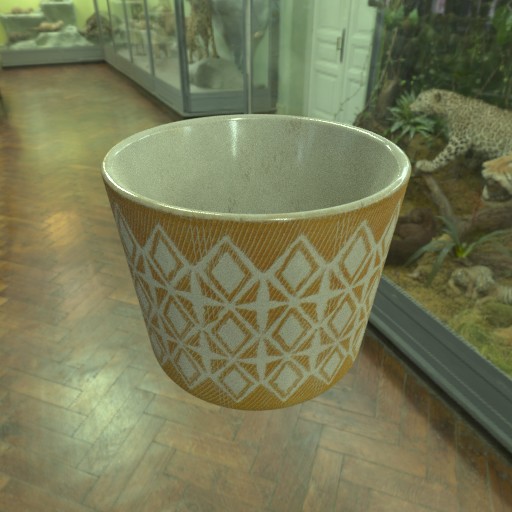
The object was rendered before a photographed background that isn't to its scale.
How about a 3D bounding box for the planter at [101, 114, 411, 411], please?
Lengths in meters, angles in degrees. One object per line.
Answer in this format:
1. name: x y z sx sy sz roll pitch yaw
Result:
1. planter: 0.000 0.000 0.215 0.126 0.104 0.126 0 32 0
